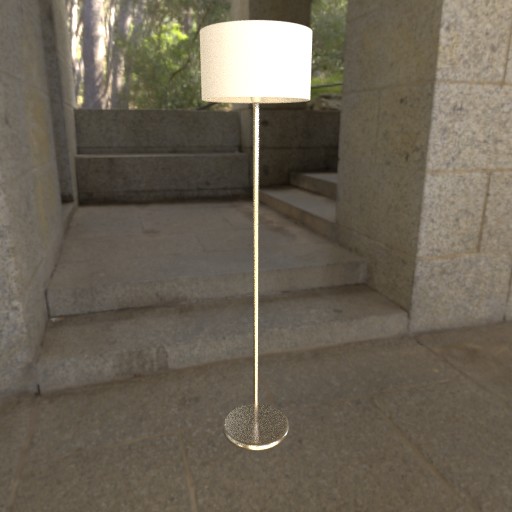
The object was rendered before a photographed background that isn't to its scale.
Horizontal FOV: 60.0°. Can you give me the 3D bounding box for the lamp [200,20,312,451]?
[{"bbox_3d":[0.000,0.000,1.579,0.347,1.443,0.347,15,22,42],"label":"lamp"}]
